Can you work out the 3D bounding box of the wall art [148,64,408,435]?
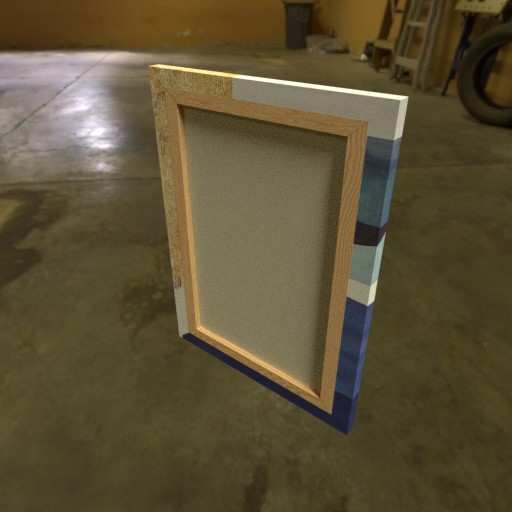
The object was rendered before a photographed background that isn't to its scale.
[{"bbox_3d":[0.000,0.000,0.816,0.458,0.613,0.026,22,37,32],"label":"wall art"}]
